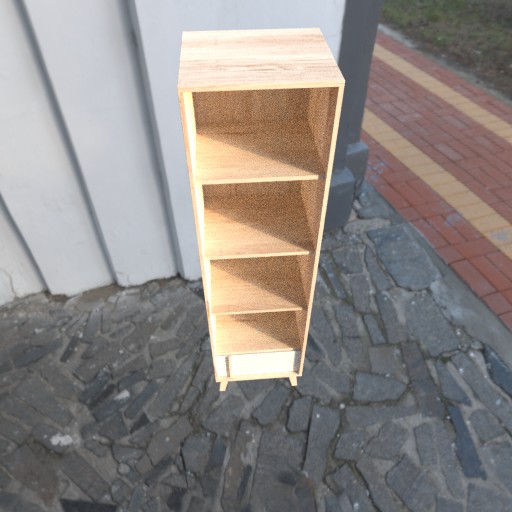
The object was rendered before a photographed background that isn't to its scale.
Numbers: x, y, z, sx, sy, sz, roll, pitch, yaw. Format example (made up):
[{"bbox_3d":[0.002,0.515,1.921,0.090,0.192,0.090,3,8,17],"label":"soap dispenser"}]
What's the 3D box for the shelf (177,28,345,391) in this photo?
[{"bbox_3d":[0.000,0.000,2.198,0.510,1.960,0.450,-3,46,-3],"label":"shelf"}]
